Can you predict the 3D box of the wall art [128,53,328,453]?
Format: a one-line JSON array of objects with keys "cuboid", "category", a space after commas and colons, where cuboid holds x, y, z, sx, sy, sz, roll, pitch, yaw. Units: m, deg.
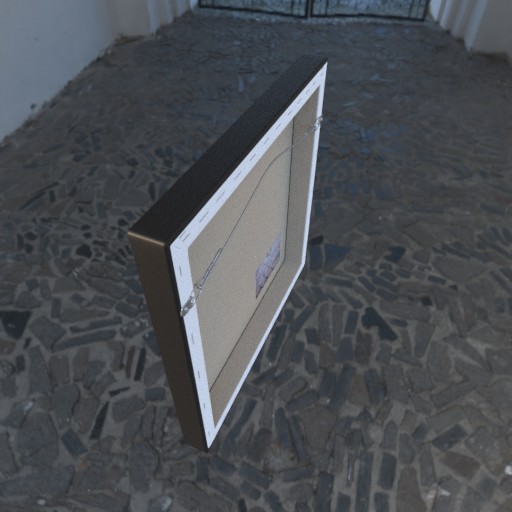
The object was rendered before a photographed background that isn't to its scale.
[{"cuboid": [0.000, 0.000, 0.615, 0.041, 0.407, 0.406, 18, 48, 17], "category": "wall art"}]
